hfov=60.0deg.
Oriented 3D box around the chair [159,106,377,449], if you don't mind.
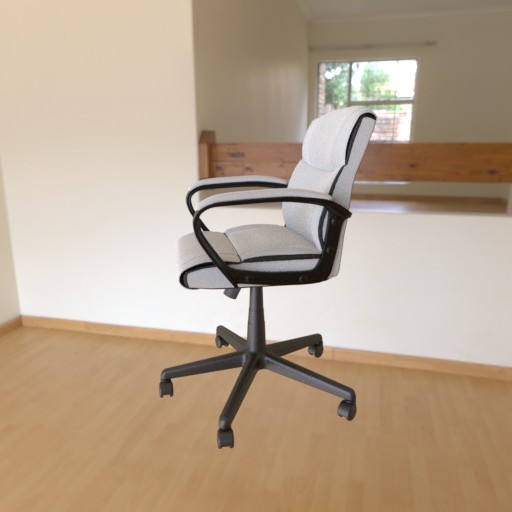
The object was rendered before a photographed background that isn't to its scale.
[{"bbox_3d":[0.000,0.000,1.561,0.717,1.004,0.739,-3,15,-10],"label":"chair"}]
